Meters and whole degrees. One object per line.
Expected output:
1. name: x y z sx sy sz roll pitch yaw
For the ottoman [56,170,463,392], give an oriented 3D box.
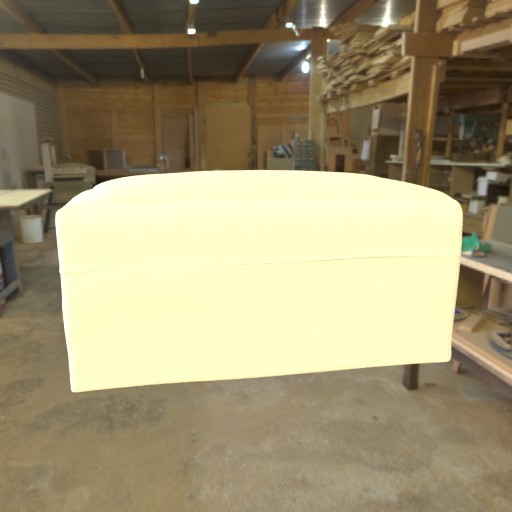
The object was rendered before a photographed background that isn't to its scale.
1. ottoman: 0.000 0.000 1.196 0.872 0.444 0.590 -2 14 -9
